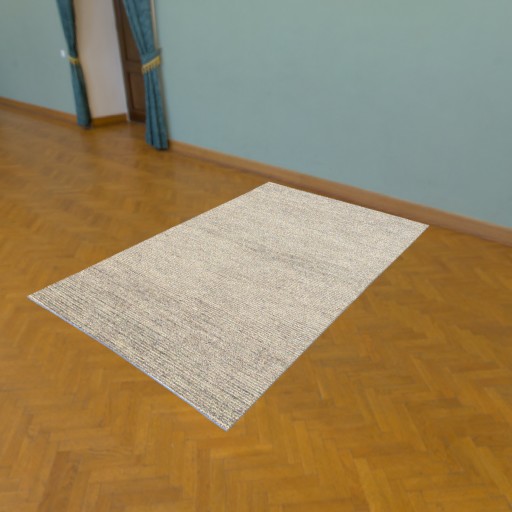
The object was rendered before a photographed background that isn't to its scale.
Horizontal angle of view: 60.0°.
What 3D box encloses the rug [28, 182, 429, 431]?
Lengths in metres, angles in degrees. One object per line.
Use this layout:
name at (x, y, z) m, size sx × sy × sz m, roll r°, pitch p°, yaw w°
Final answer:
rug at (0.000, 0.000, 2.265) m, size 1.162 × 0.022 × 1.804 m, roll 21°, pitch 36°, yaw 32°
